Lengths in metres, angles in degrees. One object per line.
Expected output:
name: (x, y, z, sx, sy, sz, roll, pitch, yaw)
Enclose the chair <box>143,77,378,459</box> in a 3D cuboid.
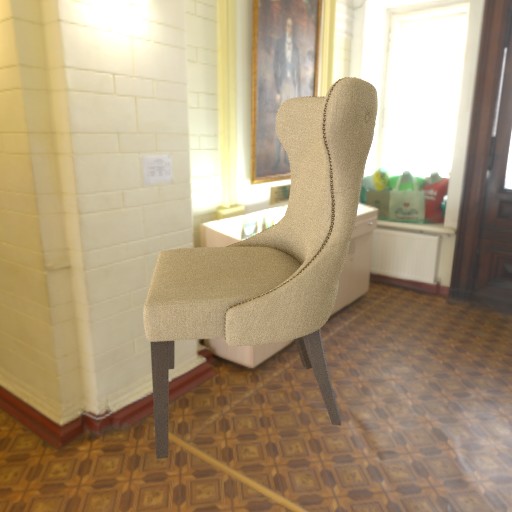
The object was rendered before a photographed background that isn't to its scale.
chair: (0.000, 0.000, 1.352, 0.635, 0.967, 0.628, -2, 15, -8)
